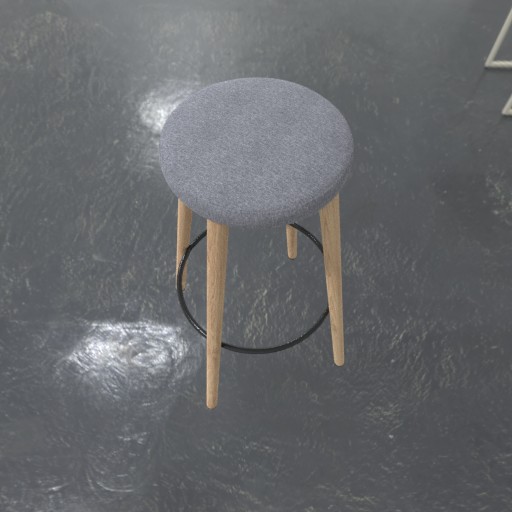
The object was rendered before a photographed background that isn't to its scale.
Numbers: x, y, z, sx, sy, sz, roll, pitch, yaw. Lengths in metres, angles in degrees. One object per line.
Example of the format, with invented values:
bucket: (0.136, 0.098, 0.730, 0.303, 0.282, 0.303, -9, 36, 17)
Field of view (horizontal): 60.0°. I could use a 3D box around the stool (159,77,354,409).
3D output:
stool: (0.000, 0.000, 1.027, 0.410, 0.770, 0.410, -16, 59, -10)
